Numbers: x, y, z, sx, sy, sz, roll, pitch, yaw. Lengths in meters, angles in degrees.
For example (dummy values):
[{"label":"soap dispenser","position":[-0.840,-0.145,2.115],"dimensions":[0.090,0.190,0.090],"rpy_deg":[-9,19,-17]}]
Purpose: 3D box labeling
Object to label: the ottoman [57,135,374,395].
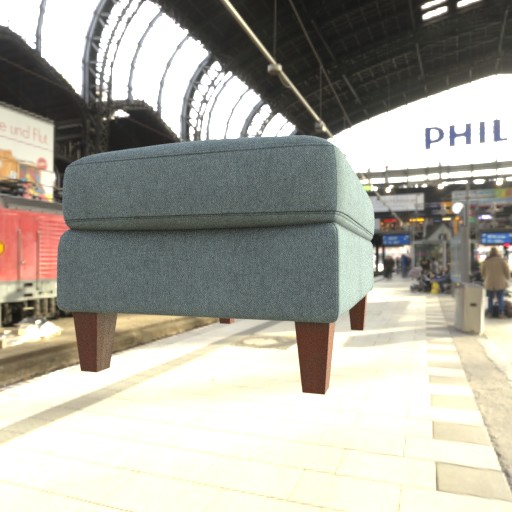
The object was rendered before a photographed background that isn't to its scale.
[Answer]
[{"label":"ottoman","position":[0.000,0.000,1.205],"dimensions":[0.584,0.483,0.864],"rpy_deg":[0,-1,19]}]
